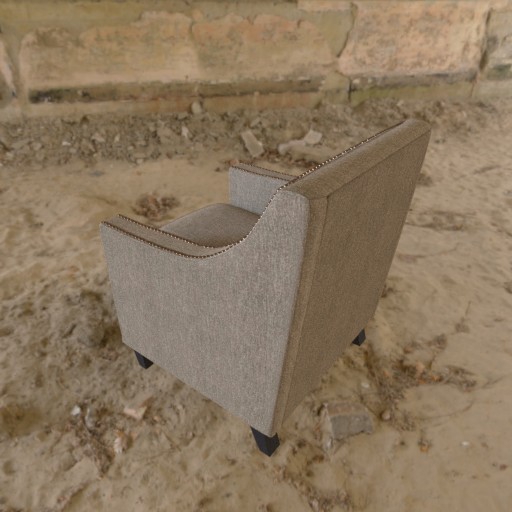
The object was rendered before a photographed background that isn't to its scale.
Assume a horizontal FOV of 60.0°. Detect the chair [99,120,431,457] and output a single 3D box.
[{"bbox_3d":[0.000,0.000,1.641,0.884,0.967,0.776,22,37,31],"label":"chair"}]
